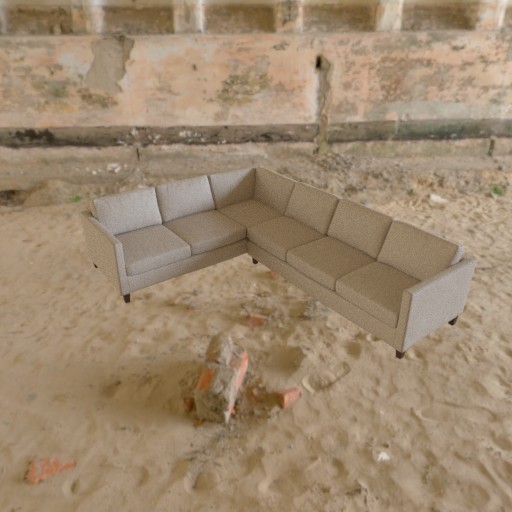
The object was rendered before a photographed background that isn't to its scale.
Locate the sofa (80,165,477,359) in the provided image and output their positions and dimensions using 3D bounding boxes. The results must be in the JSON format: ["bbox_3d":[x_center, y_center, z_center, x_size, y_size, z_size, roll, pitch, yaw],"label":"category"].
[{"bbox_3d":[0.000,0.000,4.427,2.432,0.863,3.182,-19,34,-32],"label":"sofa"}]
